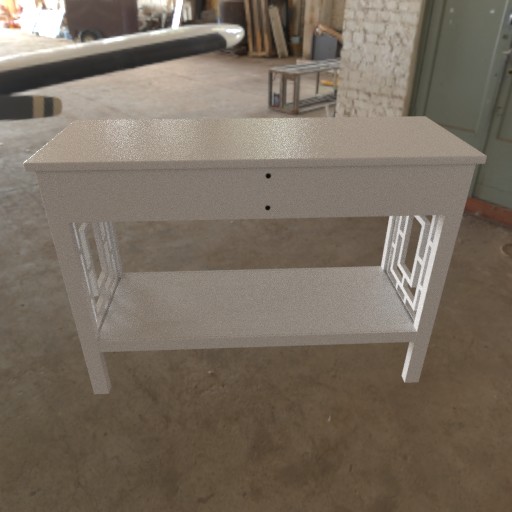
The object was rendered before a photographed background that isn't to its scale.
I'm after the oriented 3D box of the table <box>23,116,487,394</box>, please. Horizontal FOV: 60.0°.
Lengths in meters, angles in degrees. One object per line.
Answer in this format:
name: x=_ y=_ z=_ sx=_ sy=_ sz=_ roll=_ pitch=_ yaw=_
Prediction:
table: x=0.000 y=0.000 z=1.381 sx=1.068 sy=0.753 sz=0.397 roll=-1 pitch=31 yaw=-2
